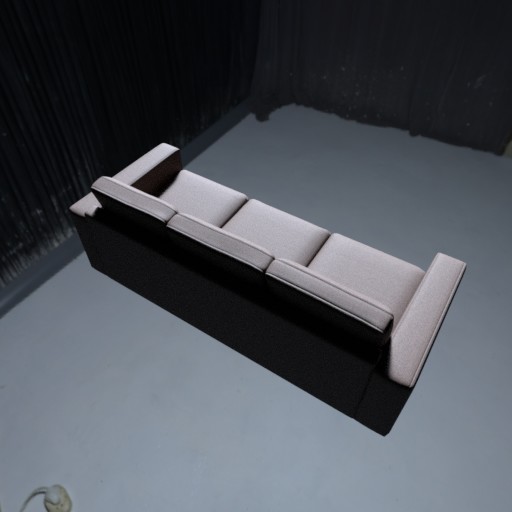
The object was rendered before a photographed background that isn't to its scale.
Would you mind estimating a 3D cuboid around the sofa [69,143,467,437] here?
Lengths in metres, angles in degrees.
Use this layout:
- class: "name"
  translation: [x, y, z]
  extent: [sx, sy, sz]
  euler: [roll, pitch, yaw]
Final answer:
- class: "sofa"
  translation: [0.000, 0.000, 2.660]
  extent: [2.160, 0.806, 0.900]
  euler: [25, 52, 22]
